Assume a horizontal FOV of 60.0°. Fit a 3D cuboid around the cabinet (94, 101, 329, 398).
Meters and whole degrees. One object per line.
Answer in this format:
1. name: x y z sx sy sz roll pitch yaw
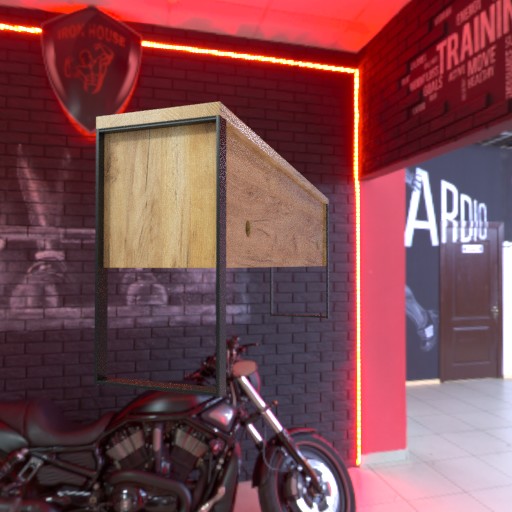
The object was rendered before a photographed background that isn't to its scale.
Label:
1. cabinet: 0.000 0.000 2.054 0.395 0.762 1.800 0 -1 18
